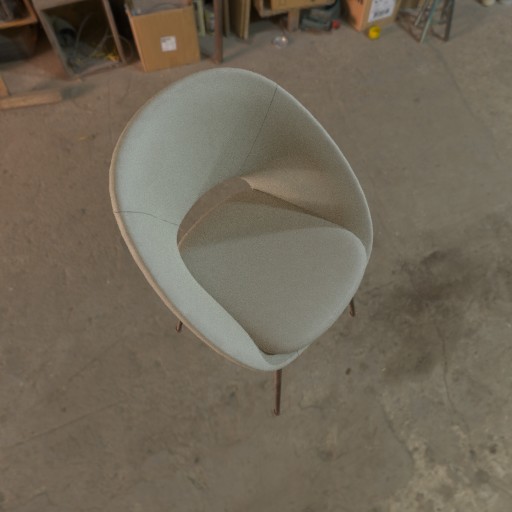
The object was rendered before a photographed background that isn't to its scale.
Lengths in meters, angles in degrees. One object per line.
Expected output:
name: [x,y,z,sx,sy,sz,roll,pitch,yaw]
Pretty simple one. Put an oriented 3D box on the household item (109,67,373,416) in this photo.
household item: [0.000,0.000,1.253,0.573,0.852,0.623,35,65,19]
